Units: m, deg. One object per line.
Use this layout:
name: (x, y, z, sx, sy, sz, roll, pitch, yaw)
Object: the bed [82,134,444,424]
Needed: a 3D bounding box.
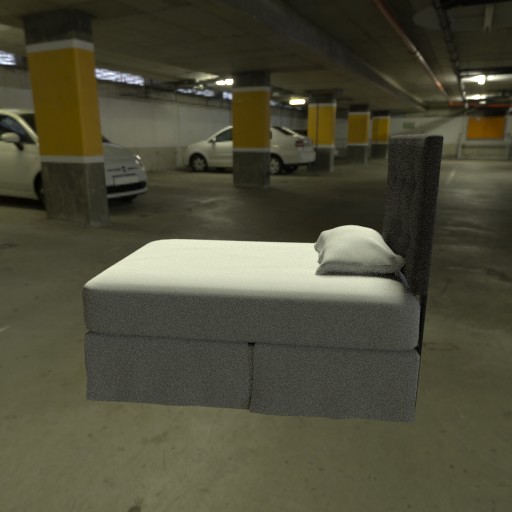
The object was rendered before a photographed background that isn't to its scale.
bed: (0.000, 0.000, 2.976, 1.997, 1.571, 1.261, 2, 15, 7)
